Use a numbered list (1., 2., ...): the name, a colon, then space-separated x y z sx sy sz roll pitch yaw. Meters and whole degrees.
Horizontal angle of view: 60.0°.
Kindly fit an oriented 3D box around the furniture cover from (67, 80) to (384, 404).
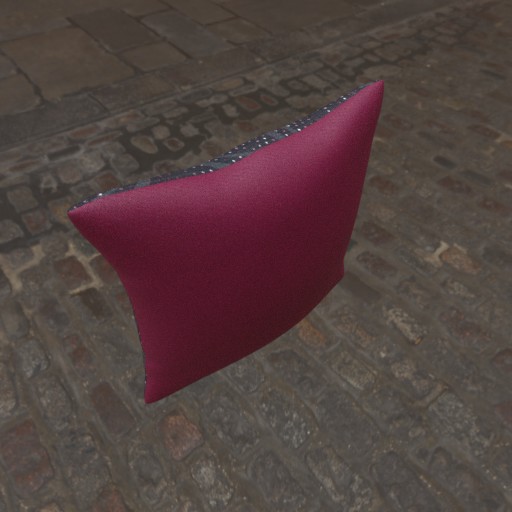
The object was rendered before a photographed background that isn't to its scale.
1. furniture cover: 0.000 0.000 0.811 0.552 0.509 0.193 -29 53 -25
